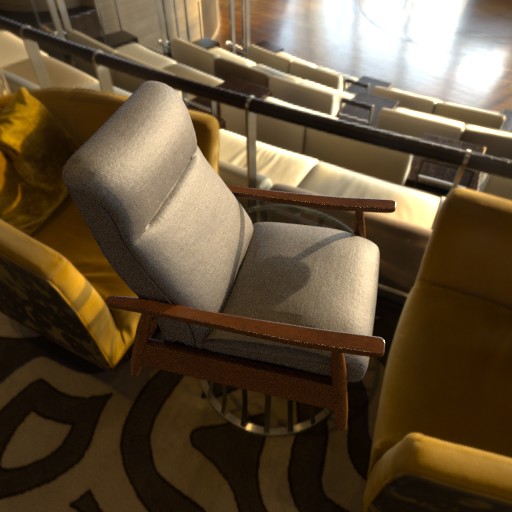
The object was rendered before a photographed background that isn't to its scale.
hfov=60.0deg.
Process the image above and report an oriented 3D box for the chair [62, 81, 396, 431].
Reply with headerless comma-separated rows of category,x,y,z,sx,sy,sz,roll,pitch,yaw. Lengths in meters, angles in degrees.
chair,0.000,0.000,1.752,1.014,1.081,0.762,11,47,10
